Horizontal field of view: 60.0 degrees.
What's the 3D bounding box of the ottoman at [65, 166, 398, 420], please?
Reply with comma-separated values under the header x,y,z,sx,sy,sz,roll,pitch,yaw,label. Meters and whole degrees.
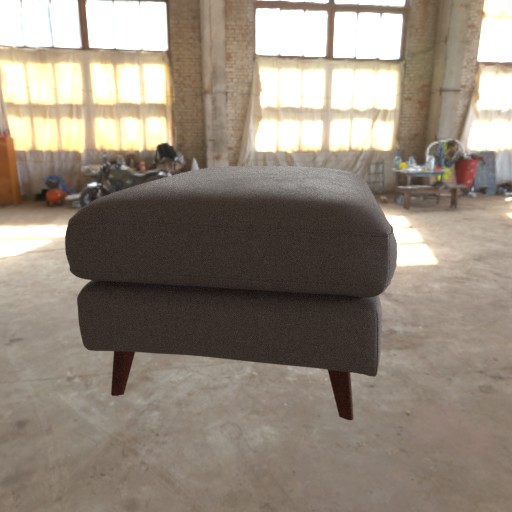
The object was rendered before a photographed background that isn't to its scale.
x,y,z,sx,sy,sz,roll,pitch,yaw,label
0.000,0.000,1.165,0.608,0.449,0.811,3,16,9,ottoman
